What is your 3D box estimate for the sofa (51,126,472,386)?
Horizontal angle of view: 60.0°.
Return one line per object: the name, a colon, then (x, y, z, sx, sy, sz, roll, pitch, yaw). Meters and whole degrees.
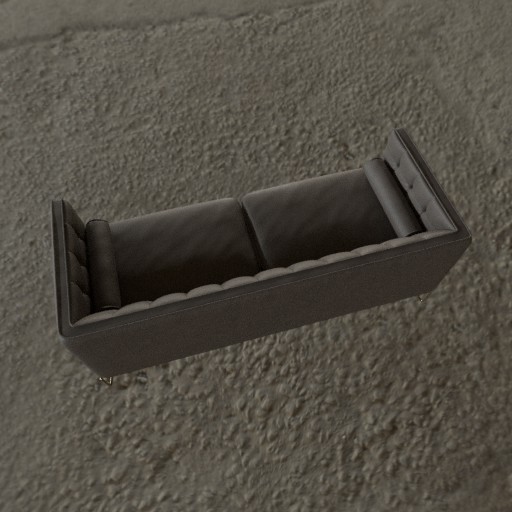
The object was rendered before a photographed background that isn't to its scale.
sofa: (0.000, 0.000, 2.624, 2.087, 0.789, 0.867, -14, 60, -8)
